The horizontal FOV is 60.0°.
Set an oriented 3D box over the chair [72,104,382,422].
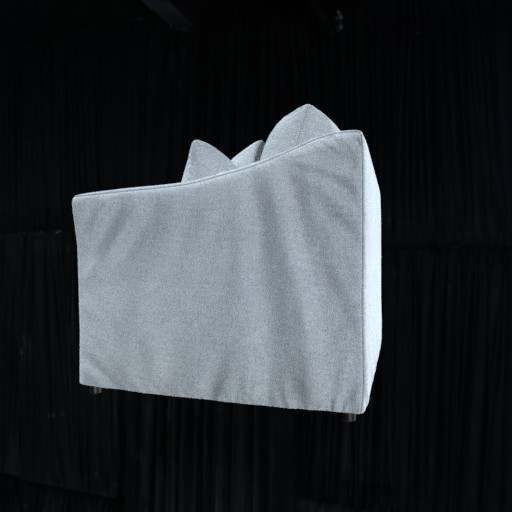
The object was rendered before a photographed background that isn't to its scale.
[{"bbox_3d":[0.000,0.000,2.023,1.071,1.059,1.194,0,-1,18],"label":"chair"}]
